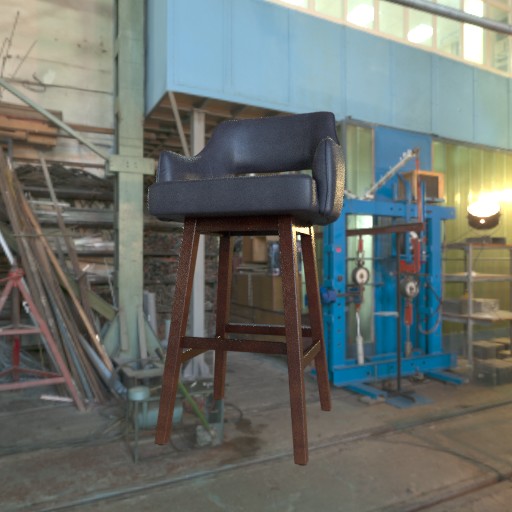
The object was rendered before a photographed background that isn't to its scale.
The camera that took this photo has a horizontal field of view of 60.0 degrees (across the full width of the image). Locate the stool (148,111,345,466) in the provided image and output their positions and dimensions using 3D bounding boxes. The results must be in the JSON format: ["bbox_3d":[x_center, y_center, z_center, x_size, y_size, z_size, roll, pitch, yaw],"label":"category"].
[{"bbox_3d":[0.000,0.000,1.400,0.550,1.041,0.560,0,0,18],"label":"stool"}]
